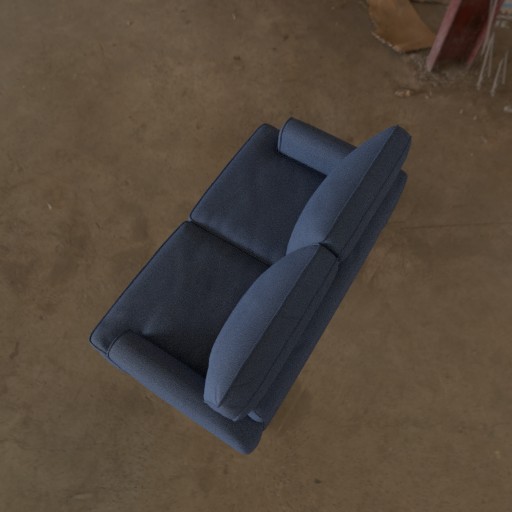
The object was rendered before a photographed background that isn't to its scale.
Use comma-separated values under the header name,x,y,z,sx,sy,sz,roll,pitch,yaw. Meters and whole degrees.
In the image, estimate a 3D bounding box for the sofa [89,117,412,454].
name,x,y,z,sx,sy,sz,roll,pitch,yaw
sofa,0.000,0.000,2.292,0.965,0.965,1.651,30,68,13
